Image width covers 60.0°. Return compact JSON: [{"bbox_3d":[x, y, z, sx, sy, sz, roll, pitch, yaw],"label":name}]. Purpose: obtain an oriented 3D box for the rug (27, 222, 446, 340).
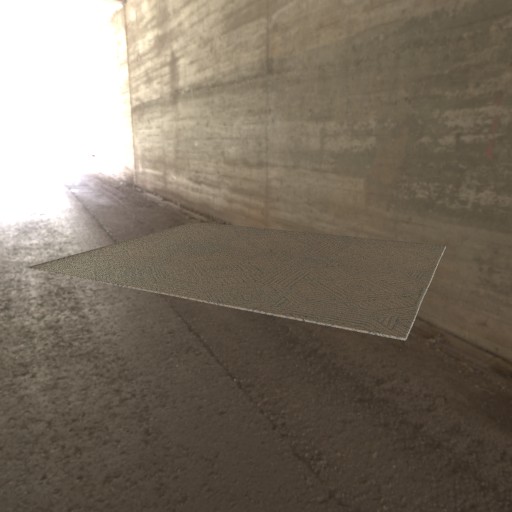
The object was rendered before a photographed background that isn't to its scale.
[{"bbox_3d":[0.000,0.000,4.086,3.049,0.015,2.457,7,16,26],"label":"rug"}]
